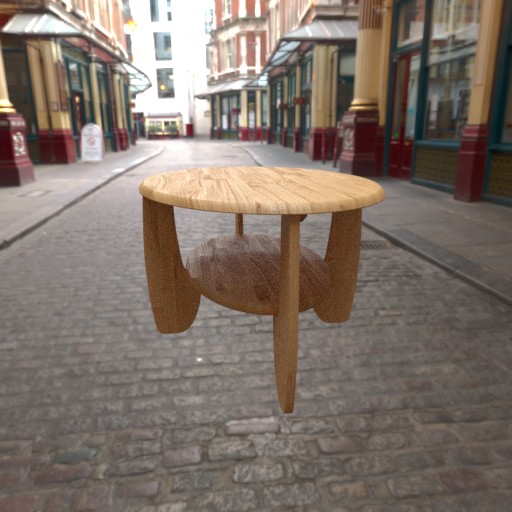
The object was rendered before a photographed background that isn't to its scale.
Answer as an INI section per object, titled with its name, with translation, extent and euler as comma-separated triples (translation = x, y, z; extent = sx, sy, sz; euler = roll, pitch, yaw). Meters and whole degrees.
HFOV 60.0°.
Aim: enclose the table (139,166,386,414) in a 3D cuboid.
[table]
translation = 0.000, 0.000, 1.413
extent = 0.690, 0.490, 1.040
euler = -2, 16, -8
